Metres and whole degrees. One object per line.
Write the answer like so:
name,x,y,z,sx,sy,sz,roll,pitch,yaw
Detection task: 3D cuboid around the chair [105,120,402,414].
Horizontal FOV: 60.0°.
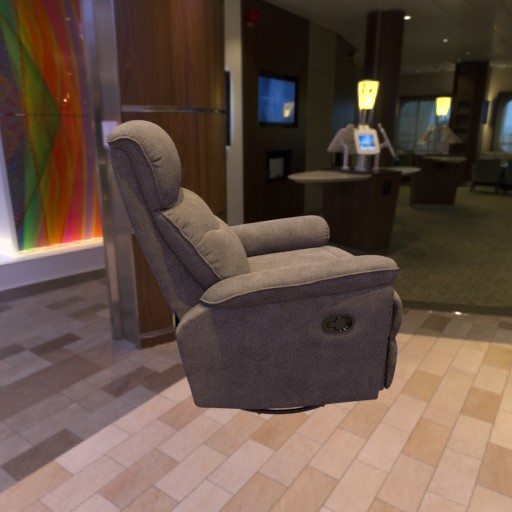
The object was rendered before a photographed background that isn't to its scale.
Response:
chair,0.000,0.000,1.773,1.009,1.036,0.830,-3,17,-10
